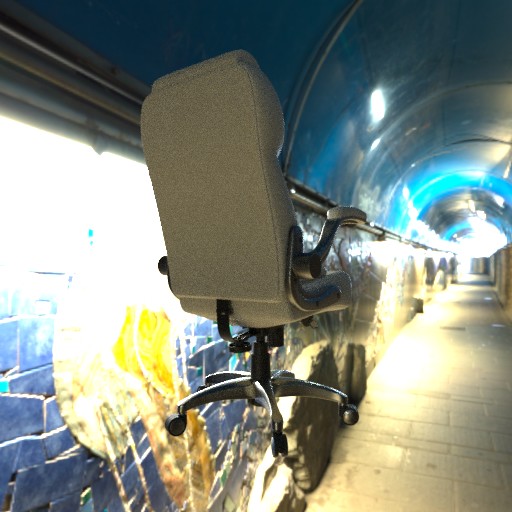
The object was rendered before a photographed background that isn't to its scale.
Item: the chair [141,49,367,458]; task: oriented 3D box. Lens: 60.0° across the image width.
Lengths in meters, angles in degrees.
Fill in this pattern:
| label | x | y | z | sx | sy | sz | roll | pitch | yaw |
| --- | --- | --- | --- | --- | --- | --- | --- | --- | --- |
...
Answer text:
| label | x | y | z | sx | sy | sz | roll | pitch | yaw |
| --- | --- | --- | --- | --- | --- | --- | --- | --- | --- |
| chair | 0.000 | 0.000 | 1.817 | 0.755 | 1.330 | 0.806 | -1 | -1 | 36 |
